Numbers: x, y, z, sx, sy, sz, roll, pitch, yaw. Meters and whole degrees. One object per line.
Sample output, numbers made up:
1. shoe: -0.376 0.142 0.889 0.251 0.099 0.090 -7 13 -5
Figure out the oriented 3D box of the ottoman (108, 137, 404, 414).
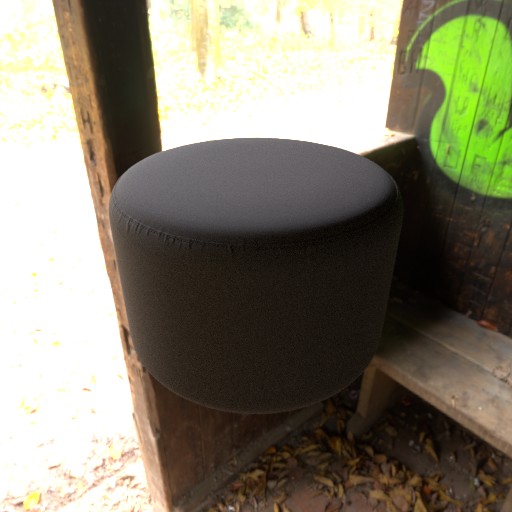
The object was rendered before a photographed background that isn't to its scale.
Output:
1. ottoman: 0.000 0.000 1.024 0.608 0.433 0.608 0 30 0
